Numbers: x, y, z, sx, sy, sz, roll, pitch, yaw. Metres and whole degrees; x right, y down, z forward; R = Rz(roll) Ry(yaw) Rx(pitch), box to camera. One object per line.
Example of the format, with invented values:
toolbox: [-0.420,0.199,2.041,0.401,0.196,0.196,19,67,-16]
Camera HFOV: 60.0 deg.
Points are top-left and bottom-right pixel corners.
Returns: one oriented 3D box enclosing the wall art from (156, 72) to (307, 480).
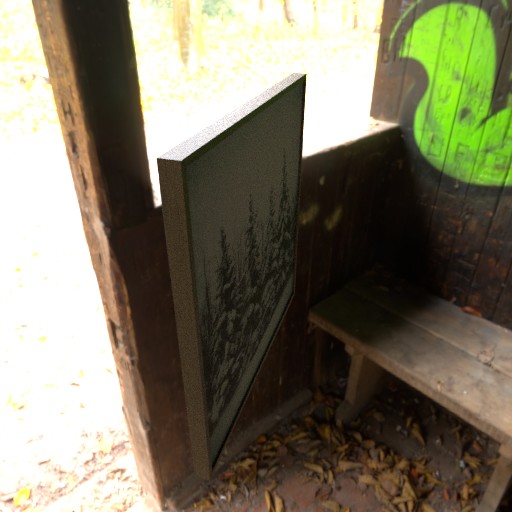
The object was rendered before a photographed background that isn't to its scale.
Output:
wall art: [0.000,0.000,1.127,0.039,0.758,0.758,10,33,16]
